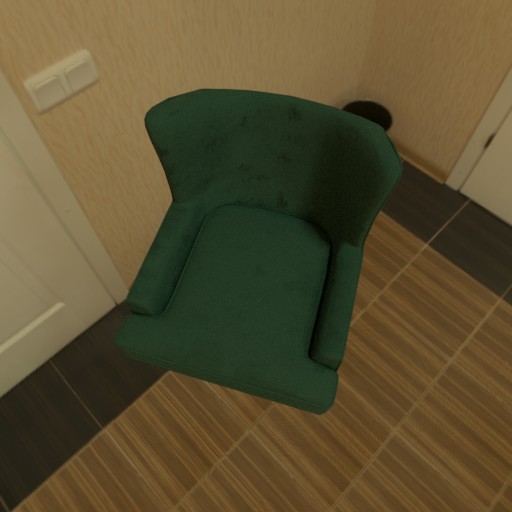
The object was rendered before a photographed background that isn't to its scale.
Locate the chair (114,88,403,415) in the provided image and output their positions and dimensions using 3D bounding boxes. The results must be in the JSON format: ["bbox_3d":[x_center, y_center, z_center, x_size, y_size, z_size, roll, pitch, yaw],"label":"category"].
[{"bbox_3d":[0.000,0.000,1.653,0.793,0.952,0.910,14,61,8],"label":"chair"}]
